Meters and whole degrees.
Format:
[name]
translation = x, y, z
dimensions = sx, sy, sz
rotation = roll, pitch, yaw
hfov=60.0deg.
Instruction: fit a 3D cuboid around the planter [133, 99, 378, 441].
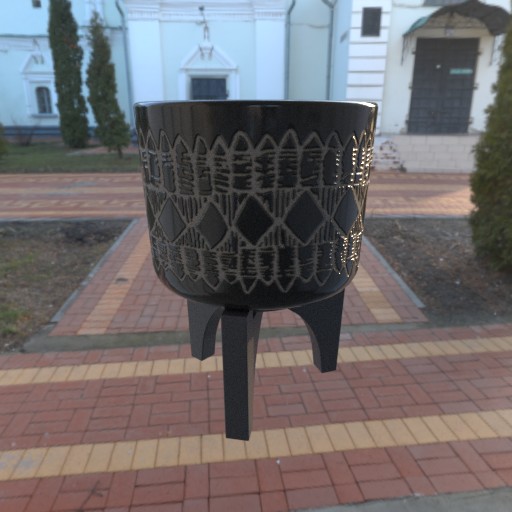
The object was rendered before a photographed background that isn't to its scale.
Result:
[planter]
translation = 0.000, 0.000, 0.405
dimensions = 0.196, 0.264, 0.196
rotation = 3, 18, 10
